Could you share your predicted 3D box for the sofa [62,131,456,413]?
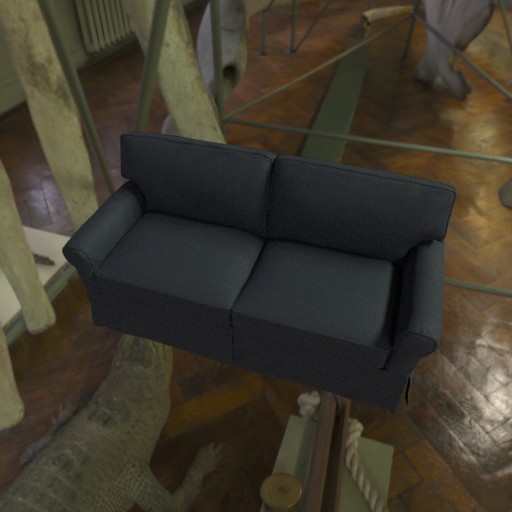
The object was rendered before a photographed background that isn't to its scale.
[{"bbox_3d":[0.000,0.000,2.830,2.256,1.094,0.983,13,44,14],"label":"sofa"}]
